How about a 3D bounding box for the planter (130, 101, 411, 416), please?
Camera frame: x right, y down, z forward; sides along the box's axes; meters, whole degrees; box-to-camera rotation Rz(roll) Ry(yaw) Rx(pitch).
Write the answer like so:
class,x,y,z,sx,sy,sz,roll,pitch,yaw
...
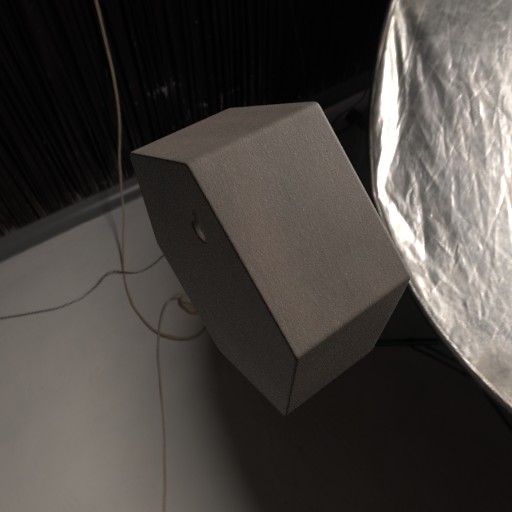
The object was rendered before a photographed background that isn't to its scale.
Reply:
class,x,y,z,sx,sy,sz,roll,pitch,yaw
planter,0.000,0.000,0.294,0.077,0.206,0.169,-31,61,-19
